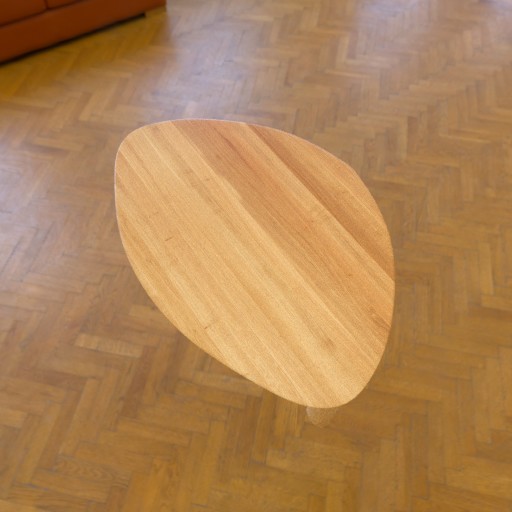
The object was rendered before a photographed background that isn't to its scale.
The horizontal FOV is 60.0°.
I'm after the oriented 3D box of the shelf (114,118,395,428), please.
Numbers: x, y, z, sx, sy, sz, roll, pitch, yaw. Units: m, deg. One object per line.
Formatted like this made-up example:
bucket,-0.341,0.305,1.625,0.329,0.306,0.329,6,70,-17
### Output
shelf,0.000,0.000,1.670,0.845,0.440,1.246,-31,64,-17
